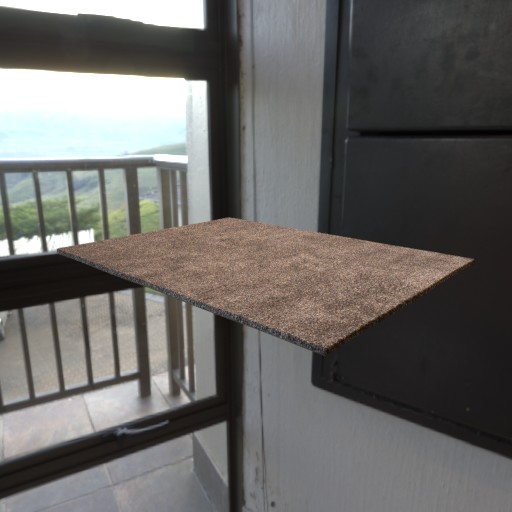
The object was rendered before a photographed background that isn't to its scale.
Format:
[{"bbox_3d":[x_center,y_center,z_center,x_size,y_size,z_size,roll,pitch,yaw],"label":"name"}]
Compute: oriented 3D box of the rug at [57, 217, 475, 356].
[{"bbox_3d":[0.000,0.000,2.110,1.601,0.025,1.198,13,20,41],"label":"rug"}]
